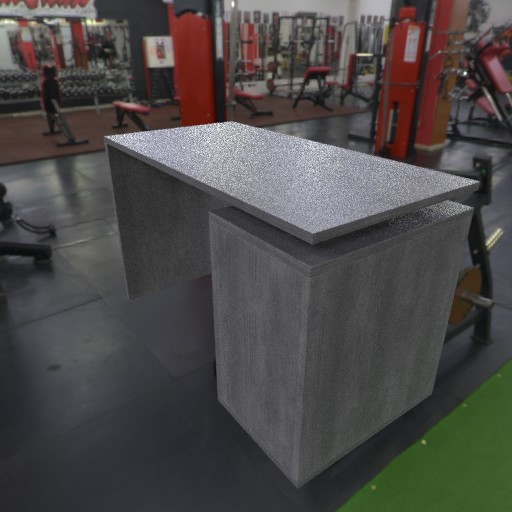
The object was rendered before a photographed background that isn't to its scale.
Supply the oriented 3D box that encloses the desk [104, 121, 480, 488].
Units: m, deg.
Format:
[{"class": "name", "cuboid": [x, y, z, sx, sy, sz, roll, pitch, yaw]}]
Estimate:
[{"class": "desk", "cuboid": [0.000, 0.000, 1.616, 0.600, 0.740, 1.200, -18, 31, -32]}]
